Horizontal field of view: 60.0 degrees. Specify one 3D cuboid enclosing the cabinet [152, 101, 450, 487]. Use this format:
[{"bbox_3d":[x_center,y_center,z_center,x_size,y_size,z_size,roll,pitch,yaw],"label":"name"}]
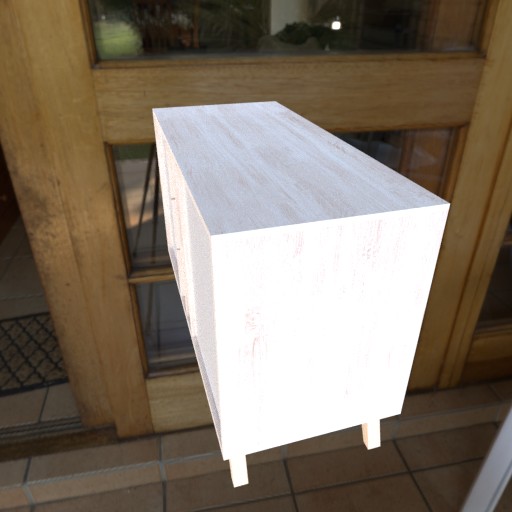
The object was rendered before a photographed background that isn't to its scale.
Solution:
[{"bbox_3d":[0.000,0.000,1.504,0.500,0.780,1.110,-9,31,-14],"label":"cabinet"}]
